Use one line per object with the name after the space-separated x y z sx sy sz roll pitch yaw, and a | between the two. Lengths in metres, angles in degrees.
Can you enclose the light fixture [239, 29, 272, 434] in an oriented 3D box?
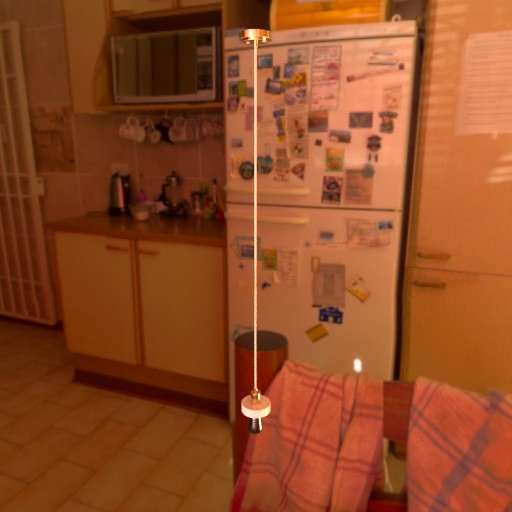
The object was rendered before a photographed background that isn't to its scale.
0.000 0.000 1.817 0.129 1.669 0.129 -2 14 -8 | light fixture
